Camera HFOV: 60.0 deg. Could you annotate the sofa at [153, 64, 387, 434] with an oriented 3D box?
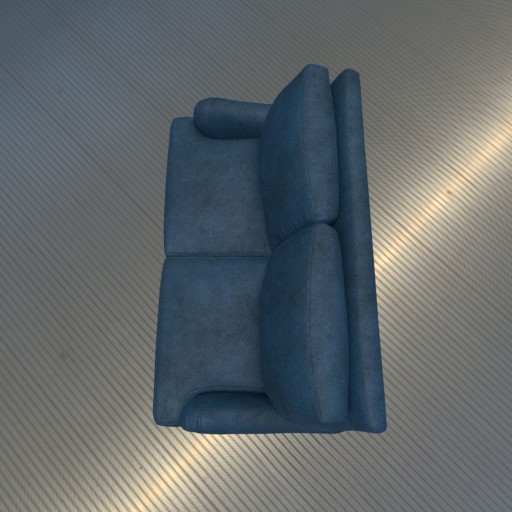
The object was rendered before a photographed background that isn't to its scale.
[{"bbox_3d":[0.000,0.000,2.496,1.084,1.101,1.853,0,74,0],"label":"sofa"}]
